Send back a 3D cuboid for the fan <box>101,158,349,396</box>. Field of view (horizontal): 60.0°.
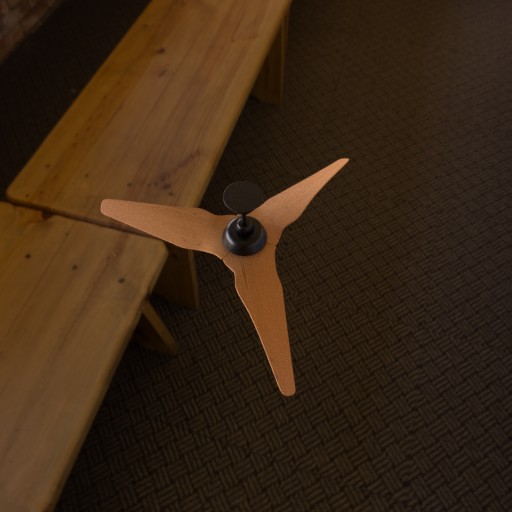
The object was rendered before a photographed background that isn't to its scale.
[{"bbox_3d":[0.000,0.000,1.676,1.142,0.355,1.010,-13,60,-8],"label":"fan"}]
